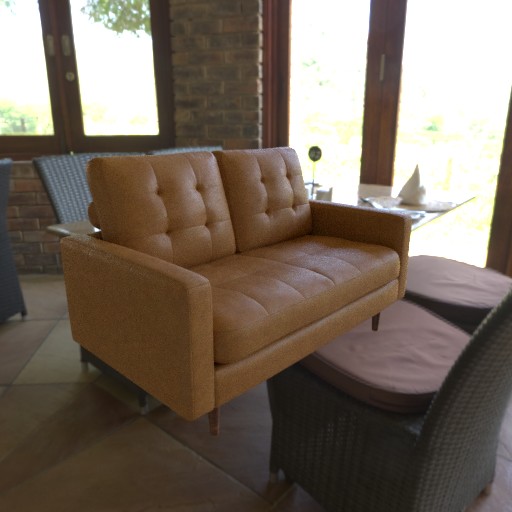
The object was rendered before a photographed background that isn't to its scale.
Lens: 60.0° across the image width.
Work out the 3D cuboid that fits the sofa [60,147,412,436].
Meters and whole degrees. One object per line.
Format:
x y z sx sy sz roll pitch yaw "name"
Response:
0.000 0.000 1.986 0.868 0.898 1.430 15 22 41 "sofa"
